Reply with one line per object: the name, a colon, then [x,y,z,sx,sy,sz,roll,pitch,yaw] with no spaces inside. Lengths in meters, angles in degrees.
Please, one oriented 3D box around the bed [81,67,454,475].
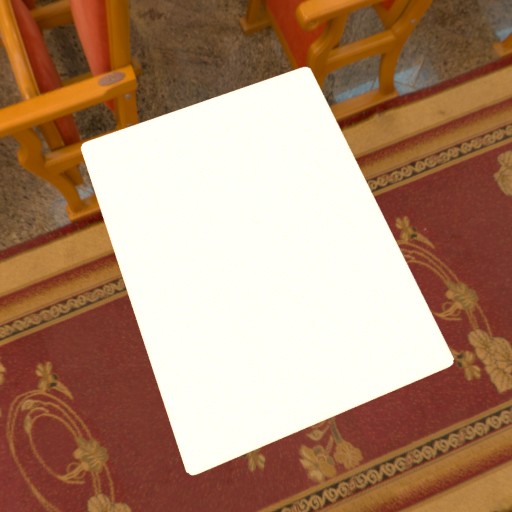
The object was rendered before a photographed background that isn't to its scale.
bed: [0.000,0.000,2.734,1.536,0.431,2.016,-21,76,-5]
